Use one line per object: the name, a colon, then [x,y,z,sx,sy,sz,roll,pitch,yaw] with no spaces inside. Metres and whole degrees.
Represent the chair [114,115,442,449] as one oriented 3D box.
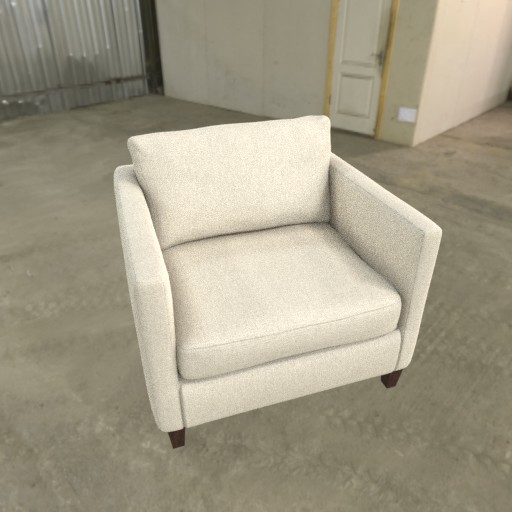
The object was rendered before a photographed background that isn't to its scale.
chair: [0.000,0.000,1.767,0.996,0.919,0.959,-10,33,-16]
